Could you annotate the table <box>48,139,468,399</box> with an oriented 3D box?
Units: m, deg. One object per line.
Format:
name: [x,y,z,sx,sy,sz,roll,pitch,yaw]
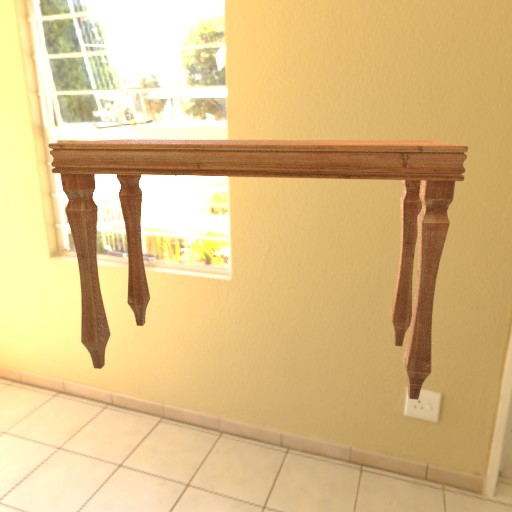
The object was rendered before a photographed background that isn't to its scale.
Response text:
table: [0.000,0.000,1.751,1.330,0.873,0.522,3,16,9]
